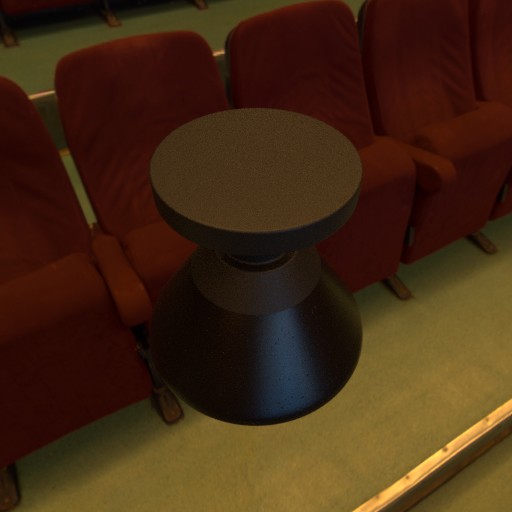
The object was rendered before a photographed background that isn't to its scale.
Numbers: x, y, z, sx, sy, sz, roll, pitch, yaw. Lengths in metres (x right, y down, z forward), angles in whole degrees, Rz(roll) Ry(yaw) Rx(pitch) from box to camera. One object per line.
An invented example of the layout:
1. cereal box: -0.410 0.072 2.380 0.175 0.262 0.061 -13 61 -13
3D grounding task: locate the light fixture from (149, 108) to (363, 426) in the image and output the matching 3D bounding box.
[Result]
1. light fixture: 0.000 0.000 0.356 0.200 0.183 0.200 0 46 0
